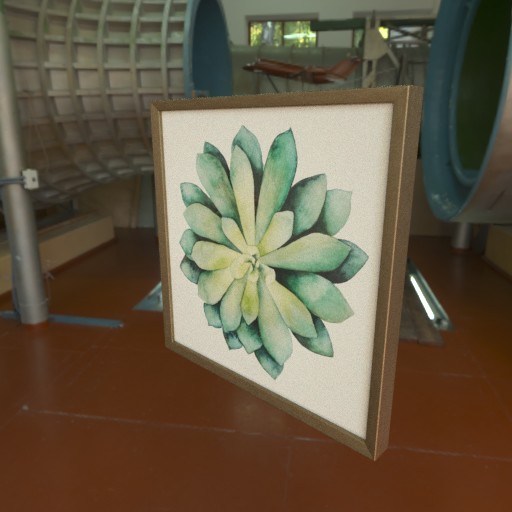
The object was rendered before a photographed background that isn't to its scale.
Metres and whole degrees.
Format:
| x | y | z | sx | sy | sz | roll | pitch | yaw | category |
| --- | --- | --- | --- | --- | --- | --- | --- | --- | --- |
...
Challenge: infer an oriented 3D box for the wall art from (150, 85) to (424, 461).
| x | y | z | sx | sy | sz | roll | pitch | yaw | category |
| --- | --- | --- | --- | --- | --- | --- | --- | --- | --- |
| 0.000 | 0.000 | 0.743 | 0.503 | 0.506 | 0.040 | 15 | 22 | 41 | wall art |
